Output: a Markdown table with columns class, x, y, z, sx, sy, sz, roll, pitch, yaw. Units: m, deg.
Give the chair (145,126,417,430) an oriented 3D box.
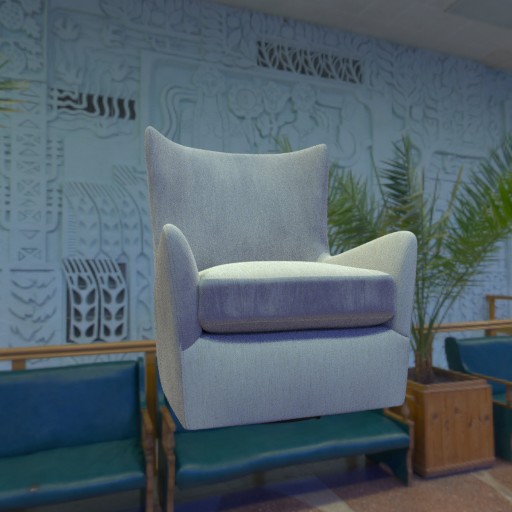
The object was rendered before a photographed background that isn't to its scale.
| class | x | y | z | sx | sy | sz | roll | pitch | yaw |
| --- | --- | --- | --- | --- | --- | --- | --- | --- | --- |
| chair | 0.000 | 0.000 | 1.641 | 0.779 | 1.000 | 0.904 | 0 | -1 | -18 |
